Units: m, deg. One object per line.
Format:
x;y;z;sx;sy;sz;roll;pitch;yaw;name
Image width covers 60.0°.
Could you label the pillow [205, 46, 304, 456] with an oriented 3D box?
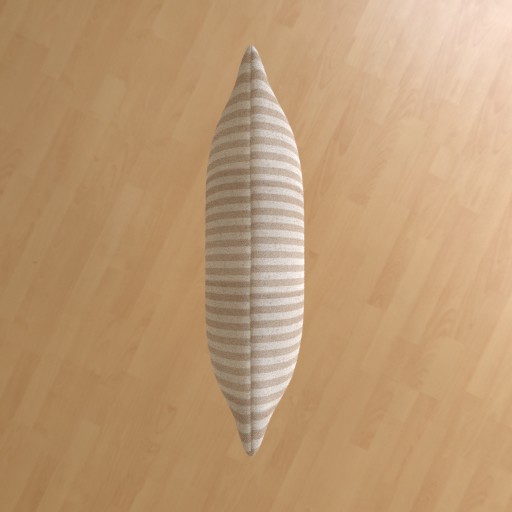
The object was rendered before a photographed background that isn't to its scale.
0.000;0.000;0.806;0.166;0.510;0.523;0;89;0;pillow
